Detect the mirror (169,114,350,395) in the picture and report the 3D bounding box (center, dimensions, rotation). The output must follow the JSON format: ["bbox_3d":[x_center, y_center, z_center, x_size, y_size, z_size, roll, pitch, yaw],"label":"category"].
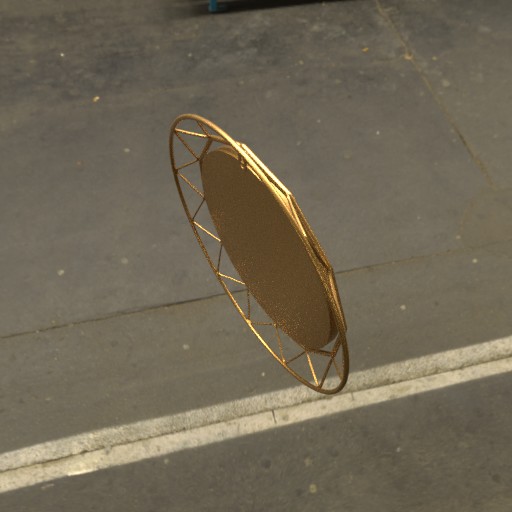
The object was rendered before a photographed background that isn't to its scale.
[{"bbox_3d":[0.000,0.000,0.673,0.043,0.454,0.454,-30,62,-18],"label":"mirror"}]
